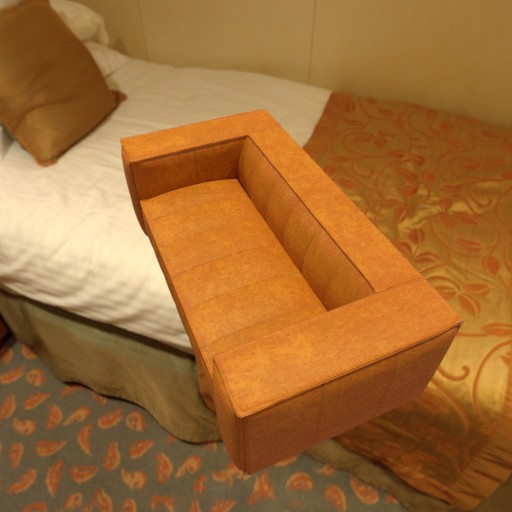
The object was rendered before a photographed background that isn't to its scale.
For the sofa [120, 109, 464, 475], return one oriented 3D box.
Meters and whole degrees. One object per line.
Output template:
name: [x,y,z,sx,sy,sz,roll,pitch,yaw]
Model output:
sofa: [0.000,0.000,2.609,1.102,0.703,2.088,-17,48,-16]
